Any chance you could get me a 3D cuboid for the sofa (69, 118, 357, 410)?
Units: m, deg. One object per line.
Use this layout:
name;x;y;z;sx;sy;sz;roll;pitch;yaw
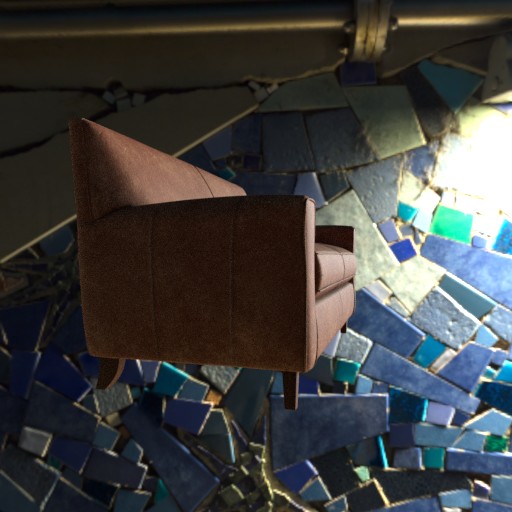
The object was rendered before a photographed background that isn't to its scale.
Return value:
sofa;0.000;0.000;1.980;0.787;0.871;1.473;0;0;18
